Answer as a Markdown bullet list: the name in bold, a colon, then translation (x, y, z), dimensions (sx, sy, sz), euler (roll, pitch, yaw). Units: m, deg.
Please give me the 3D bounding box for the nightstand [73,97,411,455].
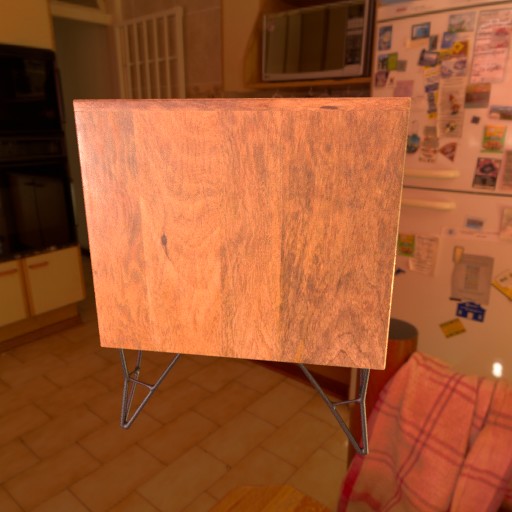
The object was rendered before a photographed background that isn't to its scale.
- **nightstand**: translation (0.000, 0.000, 0.860), dimensions (0.457, 0.559, 0.406), euler (3, 17, 9)
